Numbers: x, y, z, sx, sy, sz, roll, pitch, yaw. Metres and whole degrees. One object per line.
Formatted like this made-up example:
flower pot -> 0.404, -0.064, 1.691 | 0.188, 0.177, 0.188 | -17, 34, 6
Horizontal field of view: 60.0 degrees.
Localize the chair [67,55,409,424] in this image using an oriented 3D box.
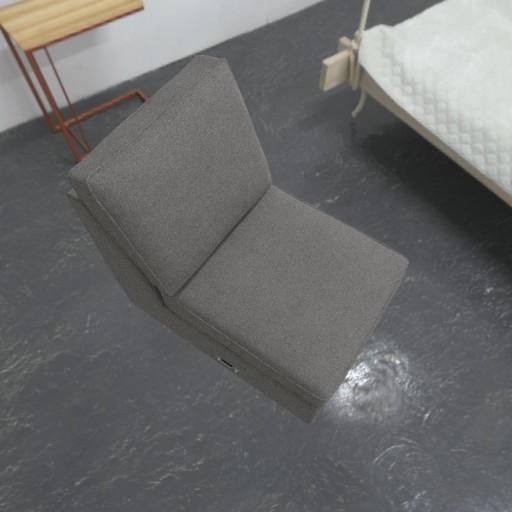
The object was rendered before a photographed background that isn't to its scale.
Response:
chair -> 0.000, 0.000, 1.558 | 0.938, 0.970, 0.621 | 31, 64, 16
